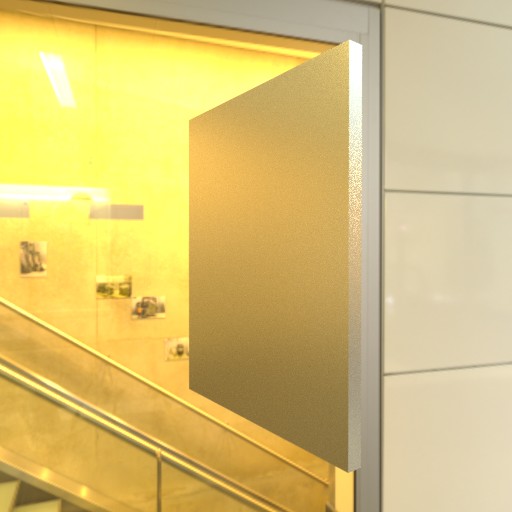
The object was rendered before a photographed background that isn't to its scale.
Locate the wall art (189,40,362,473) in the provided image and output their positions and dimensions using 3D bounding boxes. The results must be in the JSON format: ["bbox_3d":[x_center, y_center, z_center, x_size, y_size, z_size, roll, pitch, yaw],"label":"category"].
[{"bbox_3d":[0.000,0.000,0.768,0.025,0.569,0.444,-1,1,-37],"label":"wall art"}]
